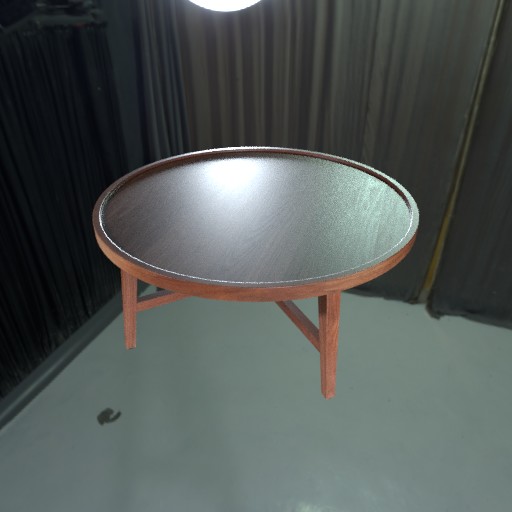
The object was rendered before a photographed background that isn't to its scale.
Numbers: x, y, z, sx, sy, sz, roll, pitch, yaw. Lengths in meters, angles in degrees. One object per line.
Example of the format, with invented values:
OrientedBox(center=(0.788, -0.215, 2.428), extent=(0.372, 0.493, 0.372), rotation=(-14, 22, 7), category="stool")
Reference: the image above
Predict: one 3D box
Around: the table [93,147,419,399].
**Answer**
OrientedBox(center=(0.000, 0.000, 1.231), extent=(0.800, 0.360, 0.800), rotation=(0, 32, 0), category="table")
